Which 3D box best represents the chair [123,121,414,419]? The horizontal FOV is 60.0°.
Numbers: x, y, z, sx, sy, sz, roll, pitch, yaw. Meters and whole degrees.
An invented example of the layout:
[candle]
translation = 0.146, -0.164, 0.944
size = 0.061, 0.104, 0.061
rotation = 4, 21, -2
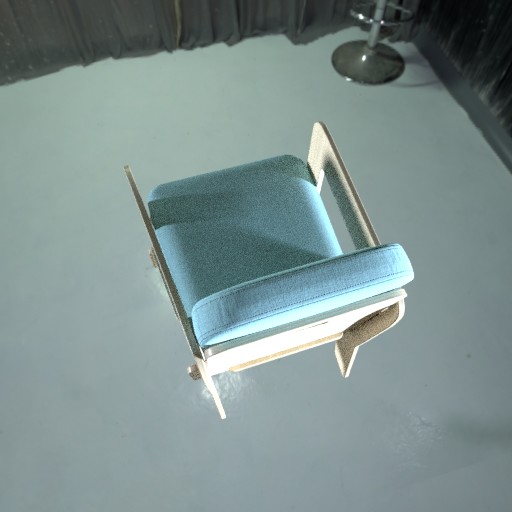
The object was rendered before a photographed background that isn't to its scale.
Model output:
[chair]
translation = 0.000, 0.000, 1.262
size = 0.590, 0.800, 0.710
rotation = -16, 59, -10
